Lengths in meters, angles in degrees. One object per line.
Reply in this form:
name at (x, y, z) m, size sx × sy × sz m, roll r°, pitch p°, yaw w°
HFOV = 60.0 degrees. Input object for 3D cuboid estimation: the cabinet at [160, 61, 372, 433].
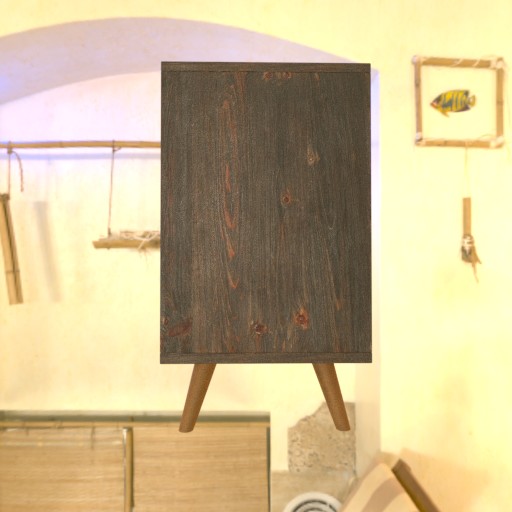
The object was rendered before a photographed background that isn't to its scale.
cabinet at (0.000, 0.000, 1.549) m, size 0.529 × 0.897 × 1.023 m, roll 0°, pitch -1°, yaw -1°
